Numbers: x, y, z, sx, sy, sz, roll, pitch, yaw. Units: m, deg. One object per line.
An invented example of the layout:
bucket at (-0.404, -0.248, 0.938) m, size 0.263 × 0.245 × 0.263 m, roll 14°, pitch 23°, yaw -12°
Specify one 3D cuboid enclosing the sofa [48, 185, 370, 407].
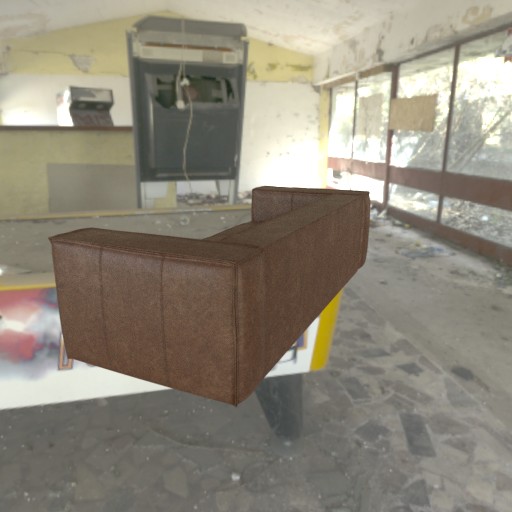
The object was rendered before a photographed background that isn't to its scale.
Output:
sofa at (0.000, 0.000, 3.122) m, size 1.102 × 0.701 × 2.581 m, roll 7°, pitch 17°, yaw 25°
